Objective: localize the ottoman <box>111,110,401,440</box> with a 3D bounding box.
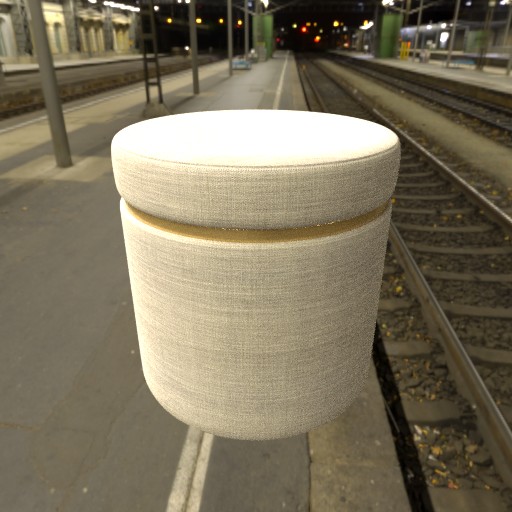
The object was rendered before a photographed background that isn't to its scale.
[{"bbox_3d":[0.000,0.000,0.715,0.400,0.406,0.400,0,26,0],"label":"ottoman"}]
